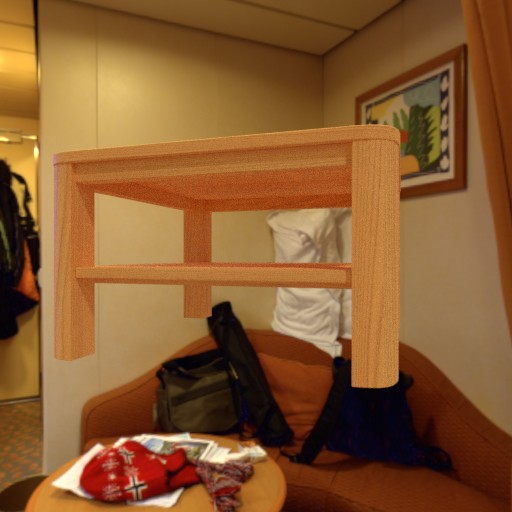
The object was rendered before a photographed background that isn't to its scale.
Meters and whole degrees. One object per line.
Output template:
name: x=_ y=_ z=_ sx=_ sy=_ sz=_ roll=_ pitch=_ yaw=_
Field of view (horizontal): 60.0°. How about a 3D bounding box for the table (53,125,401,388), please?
table: x=0.000 y=0.000 z=1.210 sx=0.750 sy=0.450 sz=0.750 roll=0 pitch=0 yaw=18
